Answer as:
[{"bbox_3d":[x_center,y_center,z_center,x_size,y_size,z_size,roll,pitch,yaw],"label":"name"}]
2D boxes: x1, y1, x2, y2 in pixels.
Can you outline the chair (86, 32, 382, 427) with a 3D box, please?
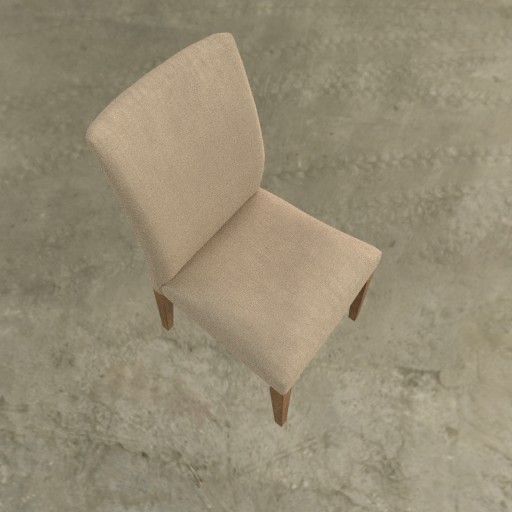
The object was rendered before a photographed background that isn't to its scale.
[{"bbox_3d":[0.000,0.000,1.243,0.585,0.940,0.496,33,65,18],"label":"chair"}]
